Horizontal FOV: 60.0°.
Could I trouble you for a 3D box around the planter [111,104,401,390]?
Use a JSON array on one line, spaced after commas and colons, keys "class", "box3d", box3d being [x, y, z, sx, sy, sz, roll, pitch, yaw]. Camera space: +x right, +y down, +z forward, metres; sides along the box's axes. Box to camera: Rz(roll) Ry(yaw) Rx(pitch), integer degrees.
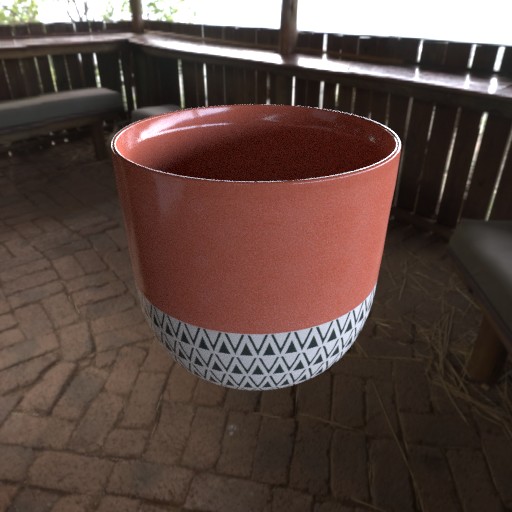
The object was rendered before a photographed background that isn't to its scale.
[{"class": "planter", "box3d": [0.000, 0.000, 0.488, 0.266, 0.270, 0.266, 0, 30, 0]}]
